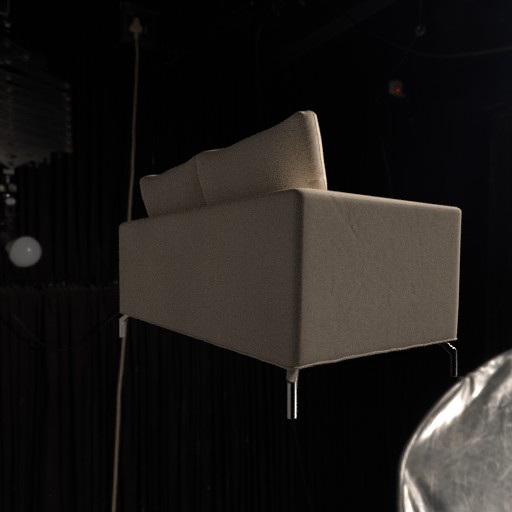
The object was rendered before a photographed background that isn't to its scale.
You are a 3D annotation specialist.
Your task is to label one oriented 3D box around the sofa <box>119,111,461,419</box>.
[{"bbox_3d":[0.000,0.000,2.294,0.906,0.995,1.739,0,0,-34],"label":"sofa"}]
